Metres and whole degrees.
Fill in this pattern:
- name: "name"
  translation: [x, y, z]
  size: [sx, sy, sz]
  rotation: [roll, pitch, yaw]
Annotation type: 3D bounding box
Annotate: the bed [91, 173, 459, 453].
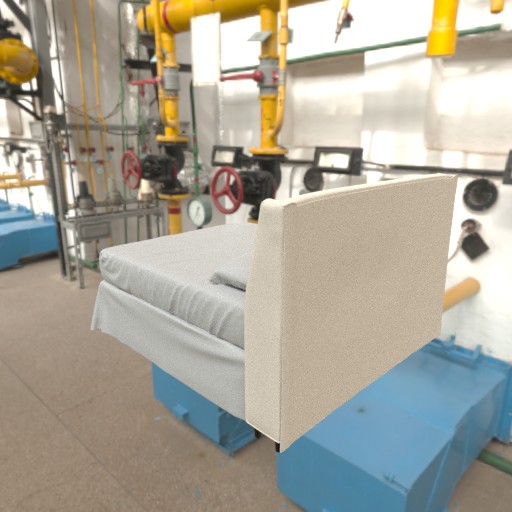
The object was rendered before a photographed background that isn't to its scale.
- name: "bed"
  translation: [0.000, 0.000, 3.489]
  size: [1.925, 1.332, 2.276]
  rotation: [-15, 22, -43]
